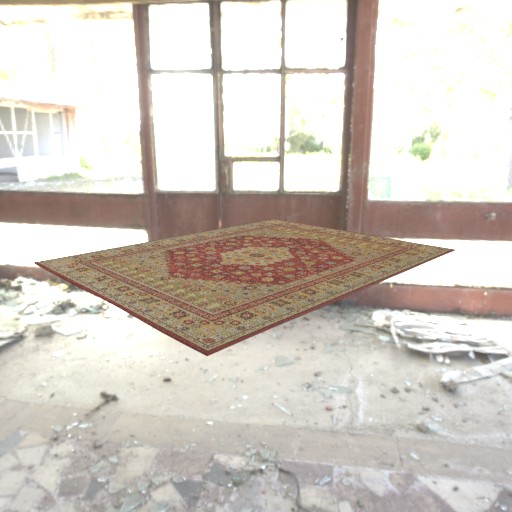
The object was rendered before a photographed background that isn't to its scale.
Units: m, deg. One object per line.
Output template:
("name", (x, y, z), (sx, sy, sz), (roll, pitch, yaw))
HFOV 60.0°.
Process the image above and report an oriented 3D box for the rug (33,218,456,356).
("rug", (0.000, 0.000, 4.035), (3.053, 0.013, 2.387), (-14, 20, -43))
